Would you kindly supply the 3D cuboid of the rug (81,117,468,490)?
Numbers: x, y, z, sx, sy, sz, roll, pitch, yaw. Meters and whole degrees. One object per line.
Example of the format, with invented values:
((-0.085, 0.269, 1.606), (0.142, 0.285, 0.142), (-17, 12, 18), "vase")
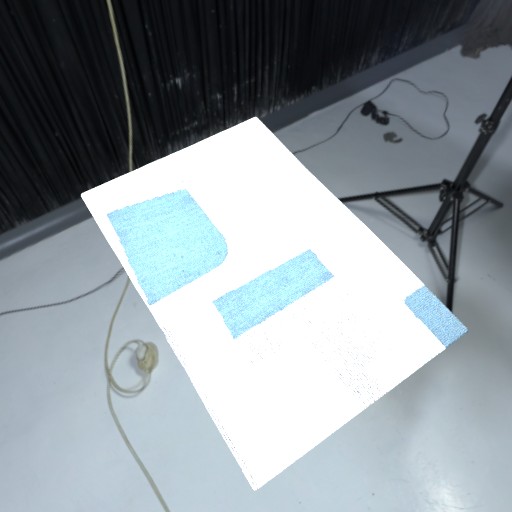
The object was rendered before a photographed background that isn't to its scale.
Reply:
((0.000, 0.000, 2.361), (1.238, 0.020, 1.847), (-29, 61, -18), "rug")
